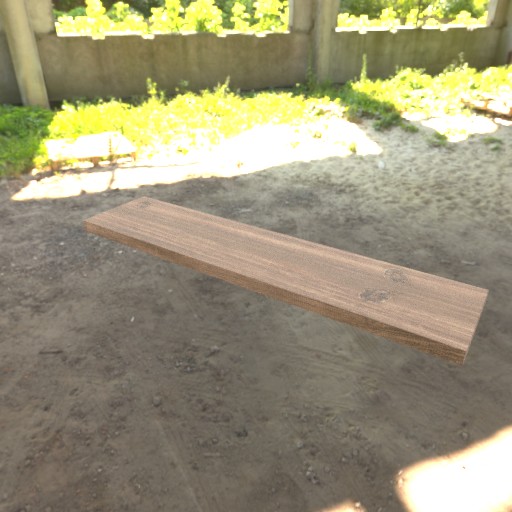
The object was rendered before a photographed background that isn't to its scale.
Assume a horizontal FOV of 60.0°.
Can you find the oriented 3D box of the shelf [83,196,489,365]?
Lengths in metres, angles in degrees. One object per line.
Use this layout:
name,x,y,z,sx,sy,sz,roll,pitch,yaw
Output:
shelf,0.000,0.000,0.659,0.610,0.020,0.140,17,33,29
